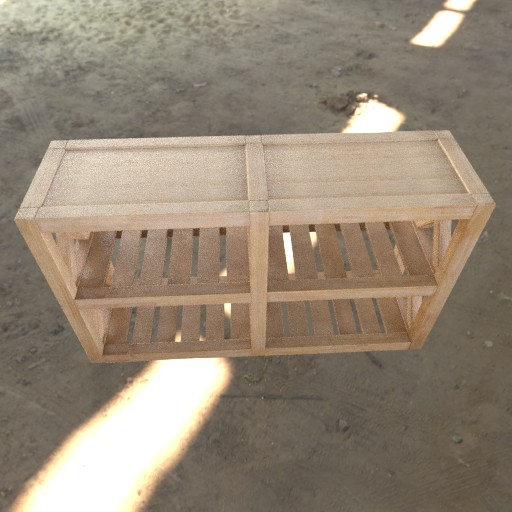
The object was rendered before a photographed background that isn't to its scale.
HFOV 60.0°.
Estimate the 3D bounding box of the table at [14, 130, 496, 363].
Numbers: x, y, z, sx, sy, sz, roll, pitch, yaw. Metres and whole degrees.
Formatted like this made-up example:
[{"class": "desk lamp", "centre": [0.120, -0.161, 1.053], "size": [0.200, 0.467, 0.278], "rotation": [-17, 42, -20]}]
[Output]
[{"class": "table", "centre": [0.000, 0.000, 1.607], "size": [1.320, 0.762, 0.381], "rotation": [-2, 47, -2]}]
